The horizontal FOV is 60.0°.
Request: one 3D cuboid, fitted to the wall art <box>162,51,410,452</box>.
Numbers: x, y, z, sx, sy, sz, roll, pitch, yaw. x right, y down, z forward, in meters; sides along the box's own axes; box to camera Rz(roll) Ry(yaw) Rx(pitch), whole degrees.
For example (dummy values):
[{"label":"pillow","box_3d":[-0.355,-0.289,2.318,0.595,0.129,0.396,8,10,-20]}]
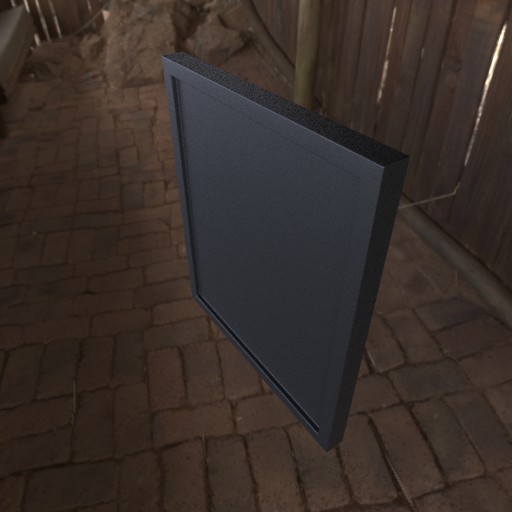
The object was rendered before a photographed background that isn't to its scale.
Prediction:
[{"label":"wall art","box_3d":[0.000,0.000,0.523,0.028,0.381,0.328,-24,45,-27]}]
